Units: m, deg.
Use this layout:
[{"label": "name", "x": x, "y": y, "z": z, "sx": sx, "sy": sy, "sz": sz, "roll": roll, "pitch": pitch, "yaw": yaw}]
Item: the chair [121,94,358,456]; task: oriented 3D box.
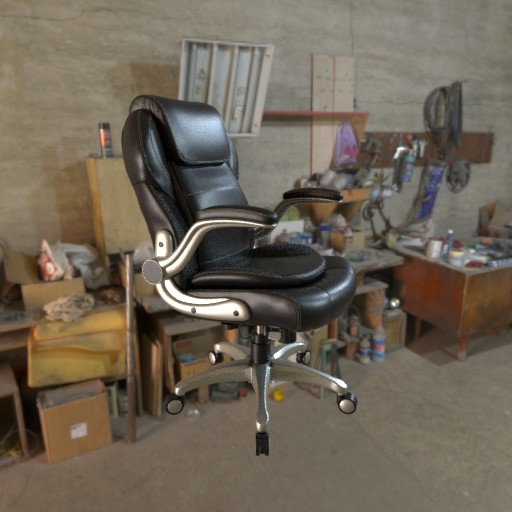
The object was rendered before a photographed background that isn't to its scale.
[{"label": "chair", "x": 0.000, "y": 0.000, "z": 1.658, "sx": 0.801, "sy": 1.141, "sz": 0.724, "roll": 7, "pitch": 15, "yaw": 26}]
